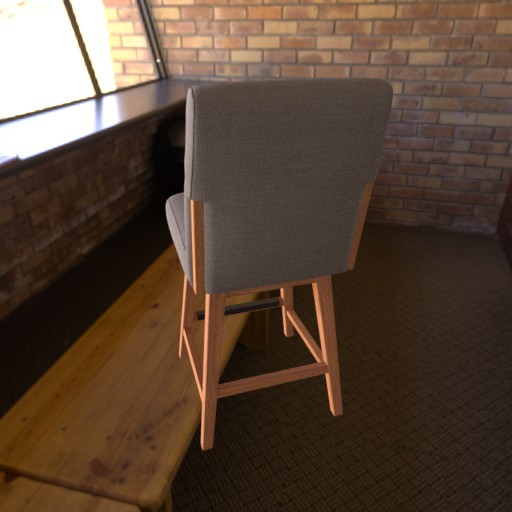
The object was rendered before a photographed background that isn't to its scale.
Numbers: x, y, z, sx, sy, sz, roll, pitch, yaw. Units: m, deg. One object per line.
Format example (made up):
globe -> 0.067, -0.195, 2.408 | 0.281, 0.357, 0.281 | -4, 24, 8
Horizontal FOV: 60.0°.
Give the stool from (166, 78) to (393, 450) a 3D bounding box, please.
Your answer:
stool -> 0.000, 0.000, 1.303 | 0.459, 1.019, 0.570 | -8, 29, -15
